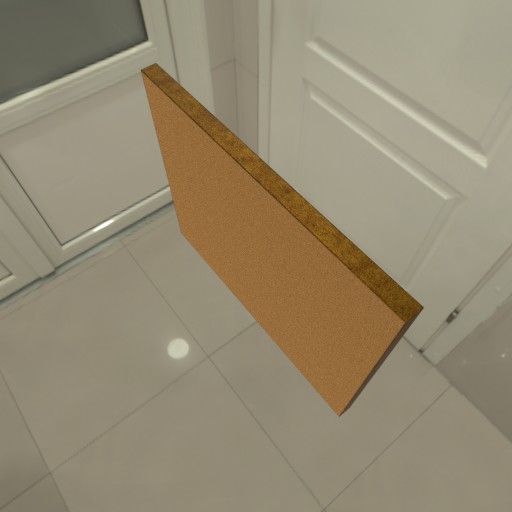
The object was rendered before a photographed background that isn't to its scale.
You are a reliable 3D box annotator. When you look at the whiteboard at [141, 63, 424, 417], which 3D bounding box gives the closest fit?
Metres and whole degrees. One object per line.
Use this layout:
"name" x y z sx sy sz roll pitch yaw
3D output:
"whiteboard" 0.000 0.000 0.795 0.029 0.457 0.561 -34 64 -19
